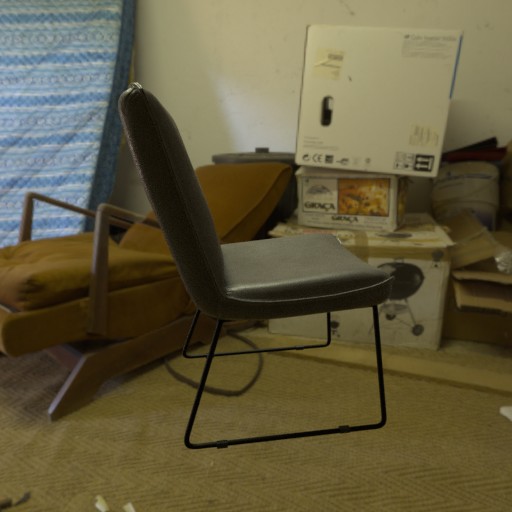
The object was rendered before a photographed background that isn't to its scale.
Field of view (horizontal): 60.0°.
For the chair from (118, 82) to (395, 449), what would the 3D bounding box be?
[{"bbox_3d":[0.000,0.000,1.338,0.688,0.932,0.515,-3,17,-9],"label":"chair"}]
